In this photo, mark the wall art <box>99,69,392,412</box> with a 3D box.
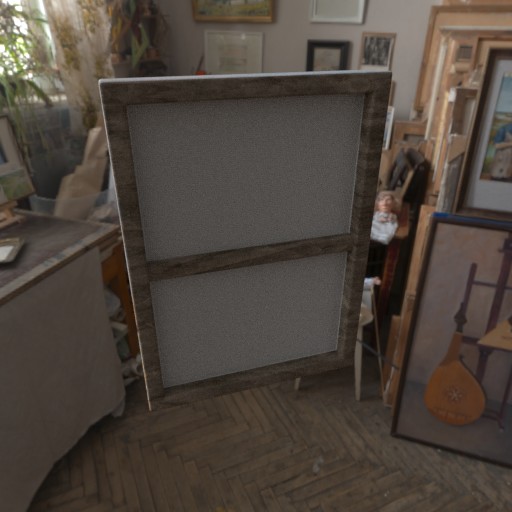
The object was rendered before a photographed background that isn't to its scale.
[{"bbox_3d":[0.000,0.000,0.795,0.443,0.605,0.035,-9,29,-15],"label":"wall art"}]
